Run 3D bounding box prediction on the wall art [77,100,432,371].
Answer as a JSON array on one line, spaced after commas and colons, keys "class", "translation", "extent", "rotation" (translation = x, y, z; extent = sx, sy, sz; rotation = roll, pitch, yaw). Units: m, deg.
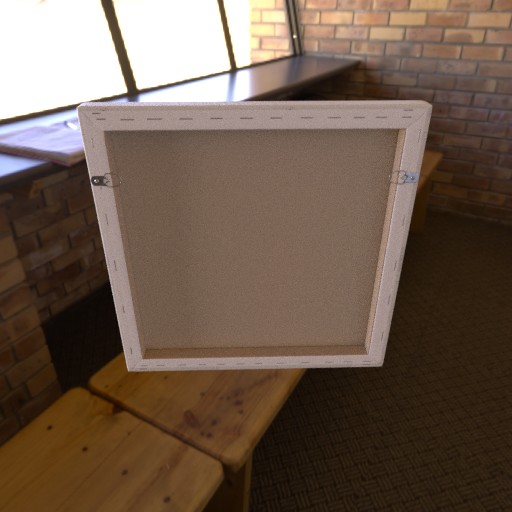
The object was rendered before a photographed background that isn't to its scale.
[{"class": "wall art", "translation": [0.000, 0.000, 0.921], "extent": [0.610, 0.611, 0.040], "rotation": [-1, 30, -1]}]
